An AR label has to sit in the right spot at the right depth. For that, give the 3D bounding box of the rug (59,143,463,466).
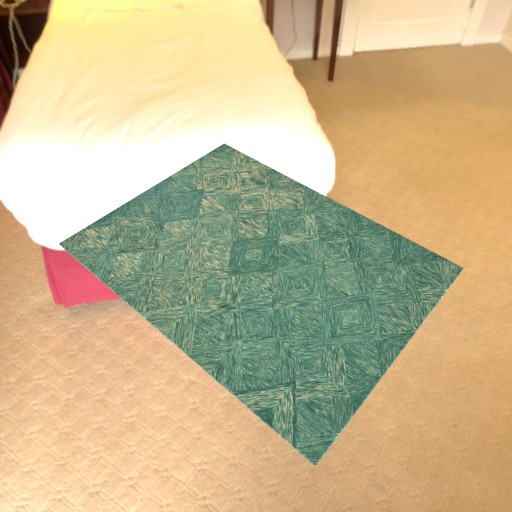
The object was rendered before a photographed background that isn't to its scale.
[{"bbox_3d":[0.000,0.000,4.382,3.217,0.027,2.405,33,55,27],"label":"rug"}]
